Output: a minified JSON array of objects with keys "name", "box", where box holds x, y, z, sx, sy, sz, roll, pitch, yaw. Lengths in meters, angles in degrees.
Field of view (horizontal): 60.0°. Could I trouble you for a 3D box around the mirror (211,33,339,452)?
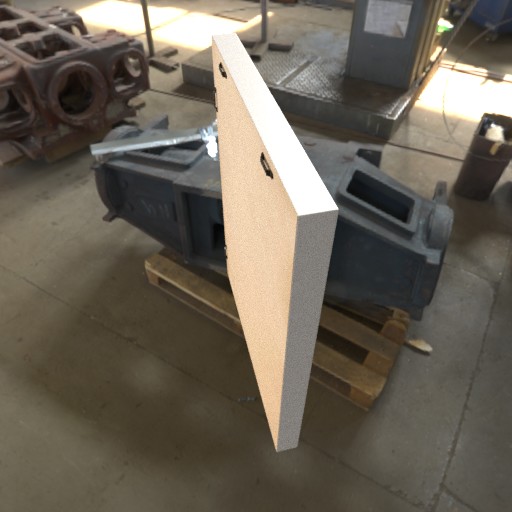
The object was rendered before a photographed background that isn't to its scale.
[{"name":"mirror","box":[0.000,0.000,0.680,0.041,0.508,0.405,-10,47,-10]}]
